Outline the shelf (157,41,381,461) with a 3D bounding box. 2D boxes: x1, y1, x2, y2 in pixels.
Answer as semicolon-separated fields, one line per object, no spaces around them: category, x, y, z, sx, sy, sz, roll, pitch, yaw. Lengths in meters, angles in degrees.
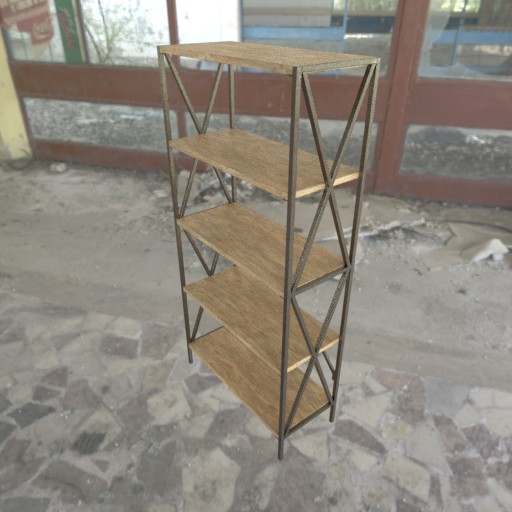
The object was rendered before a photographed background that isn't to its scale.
shelf;0.000;0.000;2.138;0.386;1.803;0.874;-22;36;-32
